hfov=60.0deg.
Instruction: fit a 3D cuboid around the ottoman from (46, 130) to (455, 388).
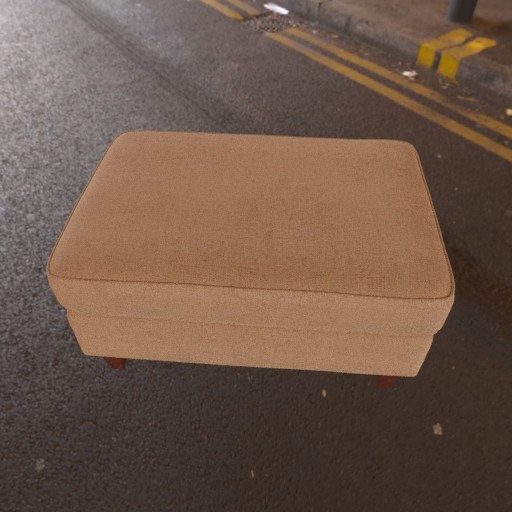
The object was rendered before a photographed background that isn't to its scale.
[{"bbox_3d":[0.000,0.000,1.223,0.862,0.484,0.583,3,47,3],"label":"ottoman"}]
